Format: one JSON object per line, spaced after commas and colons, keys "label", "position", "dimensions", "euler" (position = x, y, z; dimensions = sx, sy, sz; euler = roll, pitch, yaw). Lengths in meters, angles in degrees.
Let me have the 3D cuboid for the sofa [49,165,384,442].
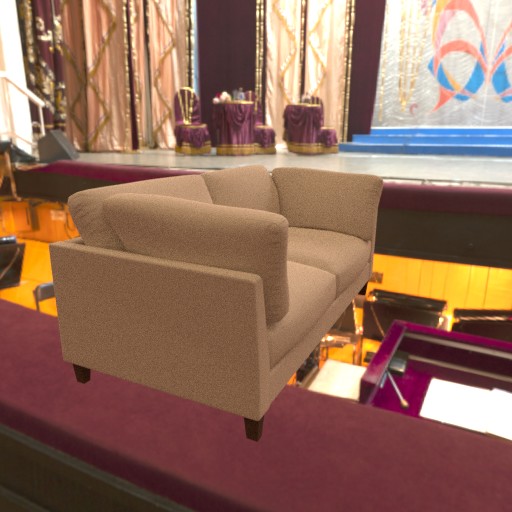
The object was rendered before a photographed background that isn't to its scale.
{"label": "sofa", "position": [0.000, 0.000, 2.326], "dimensions": [0.970, 0.836, 1.776], "euler": [8, 17, 25]}
